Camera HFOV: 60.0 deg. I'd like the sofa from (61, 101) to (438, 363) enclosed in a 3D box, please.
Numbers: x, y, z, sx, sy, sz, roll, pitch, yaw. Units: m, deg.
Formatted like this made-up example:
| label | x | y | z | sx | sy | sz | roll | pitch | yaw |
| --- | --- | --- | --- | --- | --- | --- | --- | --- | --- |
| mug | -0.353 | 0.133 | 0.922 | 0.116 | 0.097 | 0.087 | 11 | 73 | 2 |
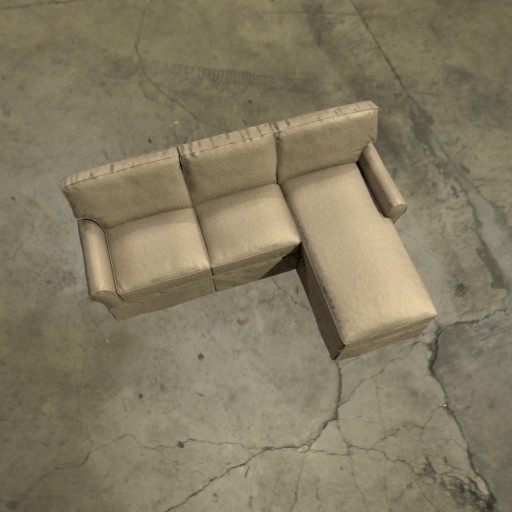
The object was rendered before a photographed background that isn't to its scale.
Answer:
| label | x | y | z | sx | sy | sz | roll | pitch | yaw |
| --- | --- | --- | --- | --- | --- | --- | --- | --- | --- |
| sofa | 0.000 | 0.000 | 3.342 | 2.475 | 0.978 | 1.733 | -16 | 66 | -7 |
